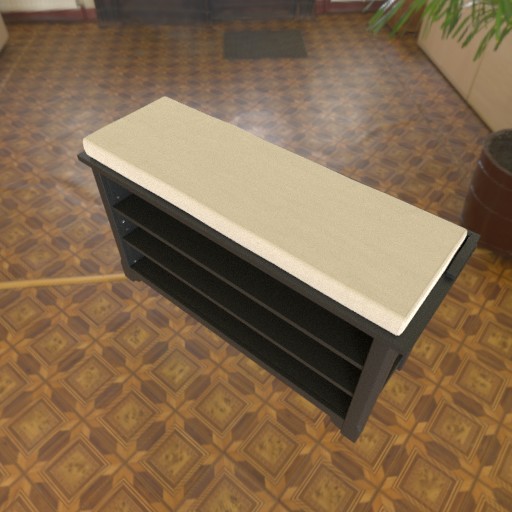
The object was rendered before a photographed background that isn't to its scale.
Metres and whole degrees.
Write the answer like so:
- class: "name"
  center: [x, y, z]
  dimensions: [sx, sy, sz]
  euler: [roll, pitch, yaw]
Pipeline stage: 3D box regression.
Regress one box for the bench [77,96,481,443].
- class: "bench"
  center: [0.000, 0.000, 1.248]
  dimensions: [0.973, 0.561, 0.345]
  euler: [30, 54, 25]
